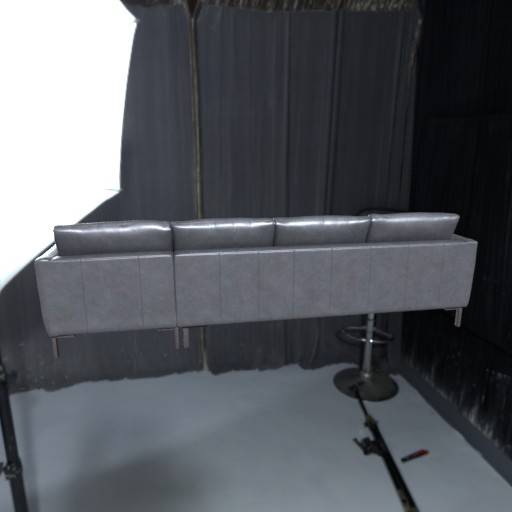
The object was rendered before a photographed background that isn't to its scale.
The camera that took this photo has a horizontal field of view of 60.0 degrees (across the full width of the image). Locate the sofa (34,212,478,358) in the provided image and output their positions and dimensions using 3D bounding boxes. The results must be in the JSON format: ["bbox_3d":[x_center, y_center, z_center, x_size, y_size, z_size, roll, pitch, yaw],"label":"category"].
[{"bbox_3d":[0.000,0.000,3.657,2.993,0.859,1.471,-3,15,-10],"label":"sofa"}]
